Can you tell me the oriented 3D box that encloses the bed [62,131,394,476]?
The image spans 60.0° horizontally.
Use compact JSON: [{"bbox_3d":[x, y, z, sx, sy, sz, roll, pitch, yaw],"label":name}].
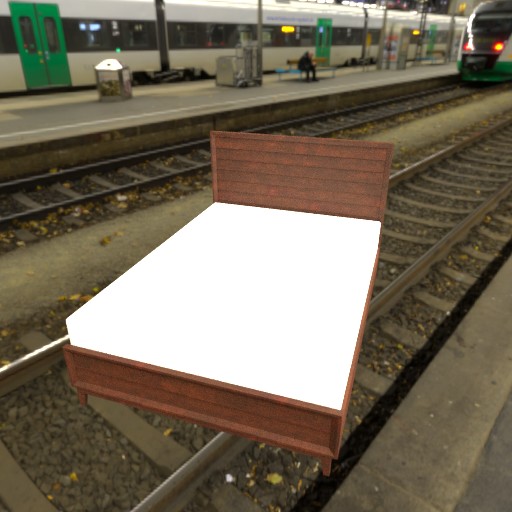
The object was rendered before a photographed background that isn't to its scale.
[{"bbox_3d":[0.000,0.000,3.147,1.600,1.270,2.184,9,27,17],"label":"bed"}]
